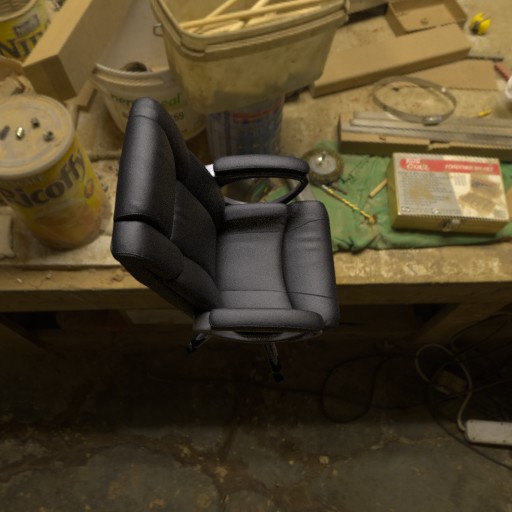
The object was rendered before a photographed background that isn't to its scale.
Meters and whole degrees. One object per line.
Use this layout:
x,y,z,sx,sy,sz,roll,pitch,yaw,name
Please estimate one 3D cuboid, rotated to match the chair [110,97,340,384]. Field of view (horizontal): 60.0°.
0.000,0.000,1.619,0.719,1.130,0.721,0,64,0,chair
